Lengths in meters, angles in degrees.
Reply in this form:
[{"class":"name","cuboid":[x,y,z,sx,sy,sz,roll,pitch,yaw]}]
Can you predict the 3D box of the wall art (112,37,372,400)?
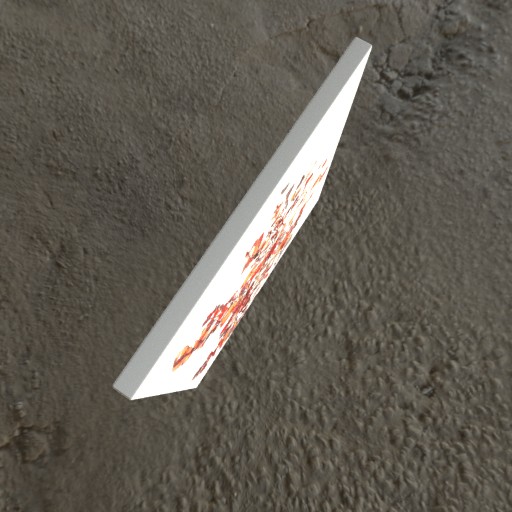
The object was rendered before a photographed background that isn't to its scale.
[{"class":"wall art","cuboid":[0.000,0.000,1.118,0.037,0.757,0.757,32,77,8]}]
